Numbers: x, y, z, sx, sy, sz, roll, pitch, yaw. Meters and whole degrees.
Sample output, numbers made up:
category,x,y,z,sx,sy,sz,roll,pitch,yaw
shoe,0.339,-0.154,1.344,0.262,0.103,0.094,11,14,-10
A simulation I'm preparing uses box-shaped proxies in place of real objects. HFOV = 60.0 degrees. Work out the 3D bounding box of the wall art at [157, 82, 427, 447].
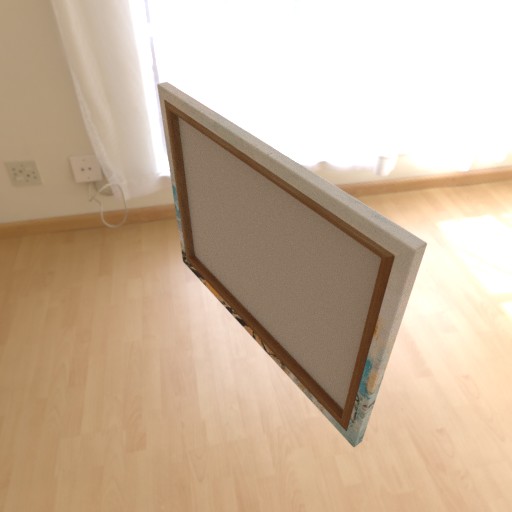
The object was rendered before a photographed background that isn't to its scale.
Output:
category,x,y,z,sx,sy,sz,roll,pitch,yaw
wall art,0.000,0.000,1.363,0.038,0.762,1.016,-26,47,-27
